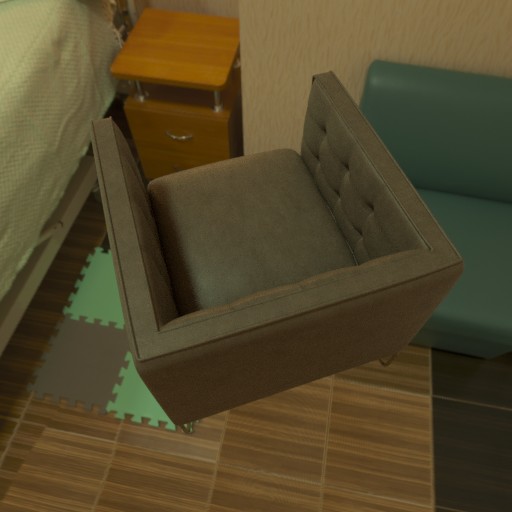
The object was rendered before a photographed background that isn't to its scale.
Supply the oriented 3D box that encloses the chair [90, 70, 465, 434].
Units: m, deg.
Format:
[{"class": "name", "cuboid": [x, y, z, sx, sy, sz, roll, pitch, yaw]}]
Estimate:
[{"class": "chair", "cuboid": [0.000, 0.000, 1.595, 0.880, 0.790, 0.894, -16, 58, -10]}]
